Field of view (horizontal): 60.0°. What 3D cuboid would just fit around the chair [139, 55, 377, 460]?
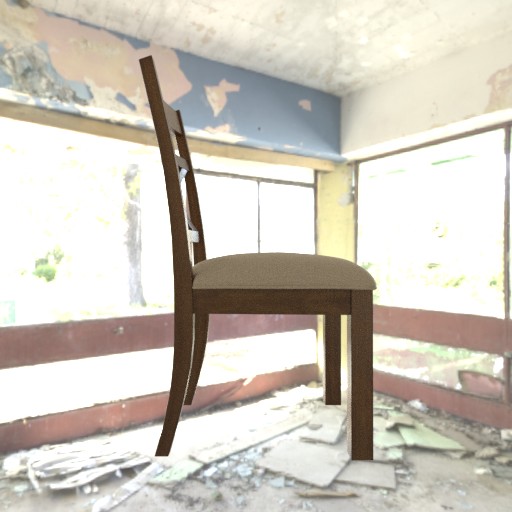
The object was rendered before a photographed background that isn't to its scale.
[{"bbox_3d":[0.000,0.000,1.249,0.581,0.949,0.461,0,-1,0],"label":"chair"}]
